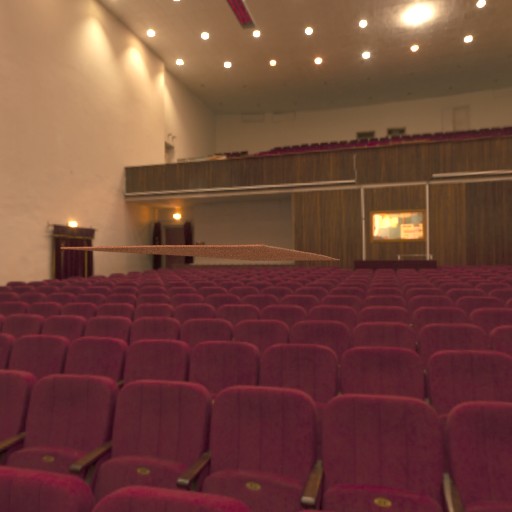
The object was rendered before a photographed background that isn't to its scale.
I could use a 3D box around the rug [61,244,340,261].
[{"bbox_3d":[0.000,0.000,2.606,0.741,0.014,2.390,0,-2,16],"label":"rug"}]
